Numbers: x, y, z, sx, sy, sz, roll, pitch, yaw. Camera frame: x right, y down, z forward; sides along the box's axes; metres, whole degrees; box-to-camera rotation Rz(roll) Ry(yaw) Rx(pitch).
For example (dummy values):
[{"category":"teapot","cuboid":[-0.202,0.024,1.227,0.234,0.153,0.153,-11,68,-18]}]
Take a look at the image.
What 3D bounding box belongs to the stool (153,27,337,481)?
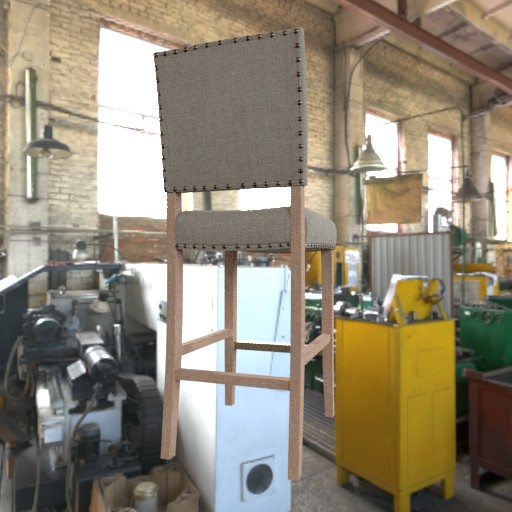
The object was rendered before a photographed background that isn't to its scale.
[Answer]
[{"category":"stool","cuboid":[0.000,0.000,1.450,0.445,1.173,0.585,0,-1,19]}]
